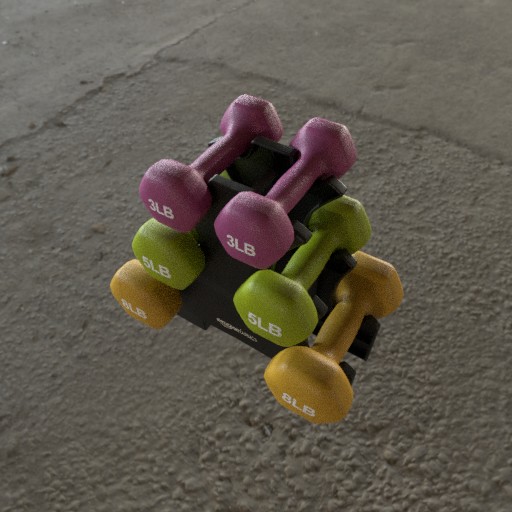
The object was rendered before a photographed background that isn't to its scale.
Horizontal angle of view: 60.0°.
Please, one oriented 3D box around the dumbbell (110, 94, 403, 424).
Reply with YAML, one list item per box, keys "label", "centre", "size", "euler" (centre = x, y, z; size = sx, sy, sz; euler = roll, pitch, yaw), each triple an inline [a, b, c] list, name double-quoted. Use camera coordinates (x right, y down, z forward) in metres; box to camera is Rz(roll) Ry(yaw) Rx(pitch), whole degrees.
- label: "dumbbell"
  centre: [0.000, 0.000, 0.469]
  size: [0.300, 0.271, 0.190]
  euler: [25, 53, 21]
